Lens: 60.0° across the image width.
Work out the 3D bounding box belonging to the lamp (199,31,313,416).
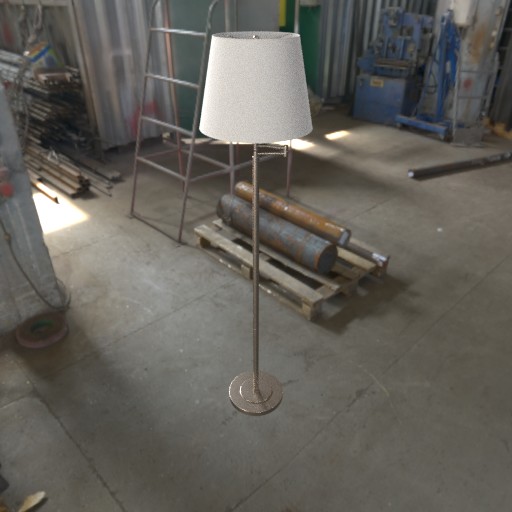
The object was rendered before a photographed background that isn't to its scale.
[{"bbox_3d":[0.000,0.000,1.646,0.355,1.473,0.355,0,31,0],"label":"lamp"}]
